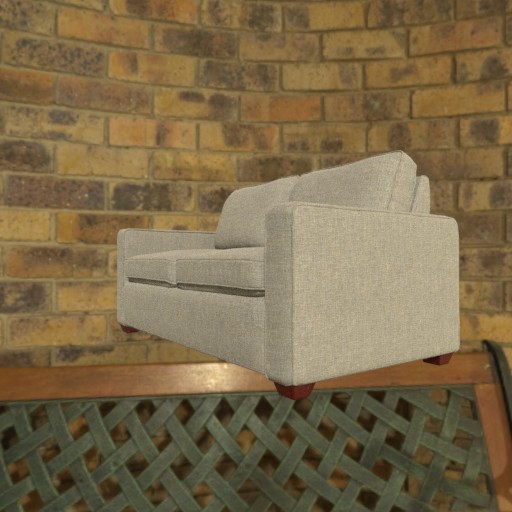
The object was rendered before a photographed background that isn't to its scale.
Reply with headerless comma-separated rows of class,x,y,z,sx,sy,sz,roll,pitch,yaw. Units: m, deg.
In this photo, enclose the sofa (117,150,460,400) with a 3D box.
sofa,0.000,0.000,2.287,0.945,0.915,1.706,0,0,-35
